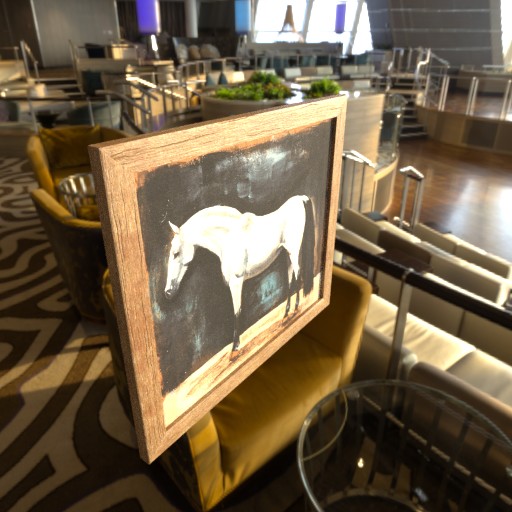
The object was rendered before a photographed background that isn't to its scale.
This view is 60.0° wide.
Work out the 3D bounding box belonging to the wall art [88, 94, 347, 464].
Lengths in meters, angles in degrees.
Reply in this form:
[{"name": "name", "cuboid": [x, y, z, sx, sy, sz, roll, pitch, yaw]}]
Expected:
[{"name": "wall art", "cuboid": [0.000, 0.000, 0.946, 0.026, 0.588, 0.690, 19, 32, 33]}]
